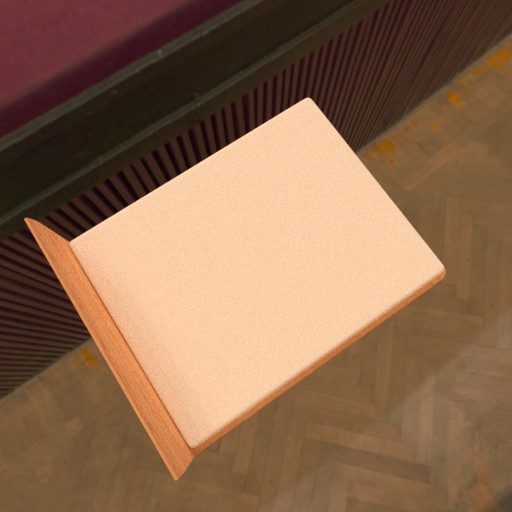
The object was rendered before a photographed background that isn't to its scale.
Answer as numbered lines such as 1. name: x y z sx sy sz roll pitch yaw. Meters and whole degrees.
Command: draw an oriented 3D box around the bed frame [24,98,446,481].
1. bed frame: 0.000 0.000 2.971 2.092 0.940 1.660 -33 79 -8
